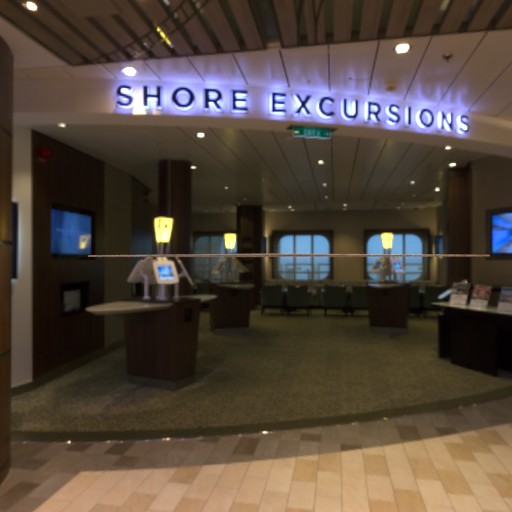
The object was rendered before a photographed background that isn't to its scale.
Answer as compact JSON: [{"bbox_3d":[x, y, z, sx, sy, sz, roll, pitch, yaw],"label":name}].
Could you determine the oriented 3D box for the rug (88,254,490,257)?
[{"bbox_3d":[0.000,0.000,2.336,1.221,0.006,1.827,0,0,-36],"label":"rug"}]
